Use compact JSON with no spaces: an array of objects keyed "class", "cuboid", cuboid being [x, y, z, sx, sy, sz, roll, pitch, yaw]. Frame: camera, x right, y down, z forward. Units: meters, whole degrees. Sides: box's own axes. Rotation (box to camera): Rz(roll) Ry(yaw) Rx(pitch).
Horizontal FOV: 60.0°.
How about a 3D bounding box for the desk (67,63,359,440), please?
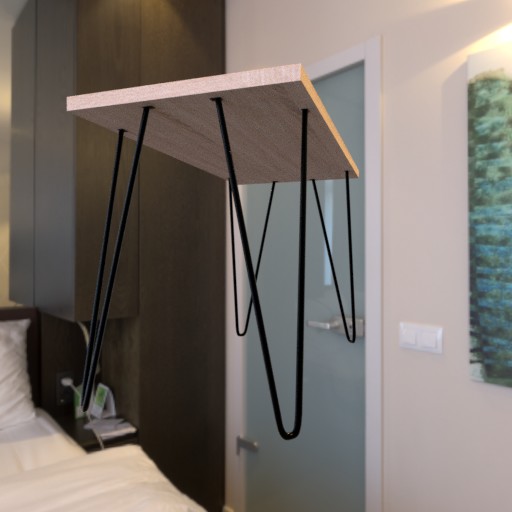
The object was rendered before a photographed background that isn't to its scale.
[{"class":"desk","cuboid":[0.000,0.000,1.313,0.499,0.660,0.991,0,0,19]}]
